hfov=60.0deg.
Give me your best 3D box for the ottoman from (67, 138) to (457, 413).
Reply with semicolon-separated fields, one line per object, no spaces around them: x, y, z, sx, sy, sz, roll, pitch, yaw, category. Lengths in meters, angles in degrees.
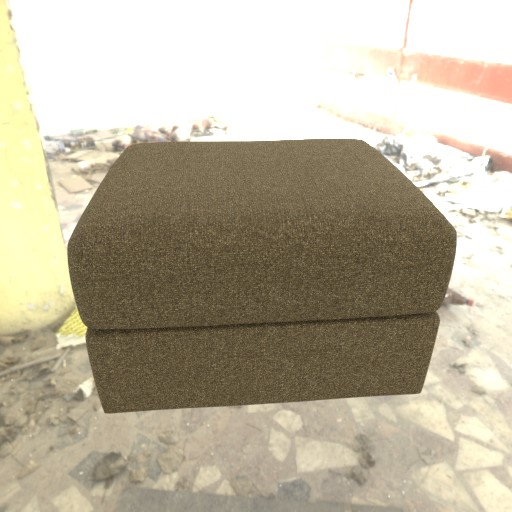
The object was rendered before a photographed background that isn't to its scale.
0.000;0.000;1.112;0.742;0.476;0.598;-2;30;-4;ottoman
